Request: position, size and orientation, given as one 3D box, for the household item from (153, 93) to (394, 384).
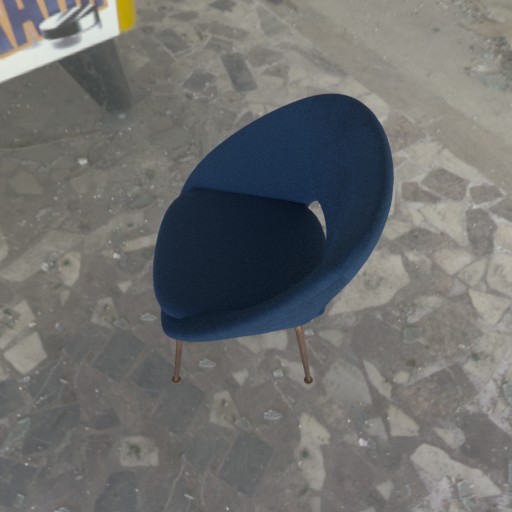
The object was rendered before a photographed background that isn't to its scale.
[{"bbox_3d":[0.000,0.000,1.269,0.573,0.852,0.623,0,57,0],"label":"household item"}]
